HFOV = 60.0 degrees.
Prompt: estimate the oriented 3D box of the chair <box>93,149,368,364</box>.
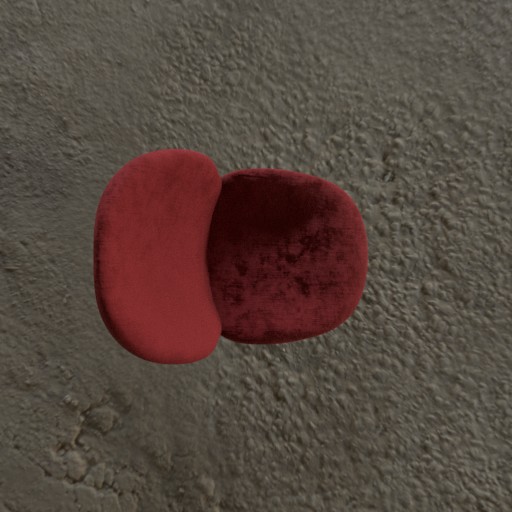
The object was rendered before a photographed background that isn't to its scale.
[{"bbox_3d":[0.000,0.000,1.158,0.587,0.791,0.458,0,90,-2],"label":"chair"}]
